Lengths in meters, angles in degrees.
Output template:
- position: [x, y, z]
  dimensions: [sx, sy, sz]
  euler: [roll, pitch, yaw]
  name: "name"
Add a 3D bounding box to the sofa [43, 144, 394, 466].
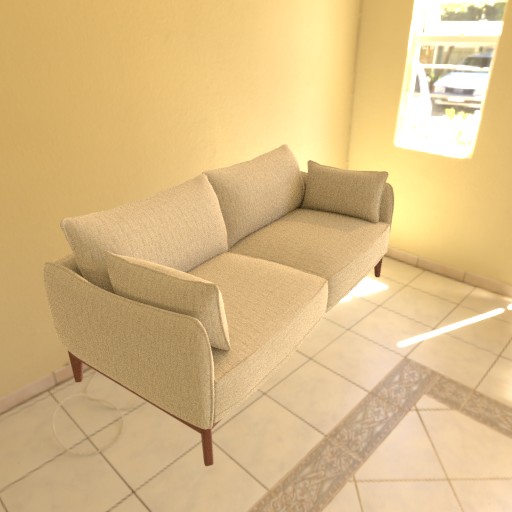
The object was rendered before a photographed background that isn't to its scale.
- position: [0.000, 0.000, 2.493]
  dimensions: [0.991, 0.860, 1.989]
  euler: [17, 31, 30]
  name: "sofa"
